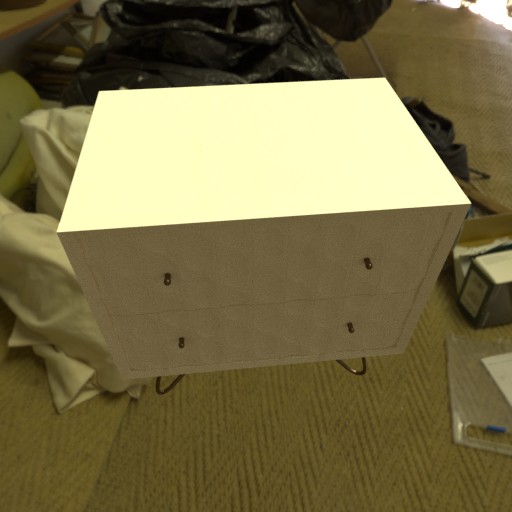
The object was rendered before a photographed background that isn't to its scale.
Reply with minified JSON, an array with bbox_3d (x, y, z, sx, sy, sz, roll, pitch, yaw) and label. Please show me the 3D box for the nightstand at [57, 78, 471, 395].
[{"bbox_3d":[0.000,0.000,1.014,0.614,0.604,0.447,-4,47,-4],"label":"nightstand"}]
